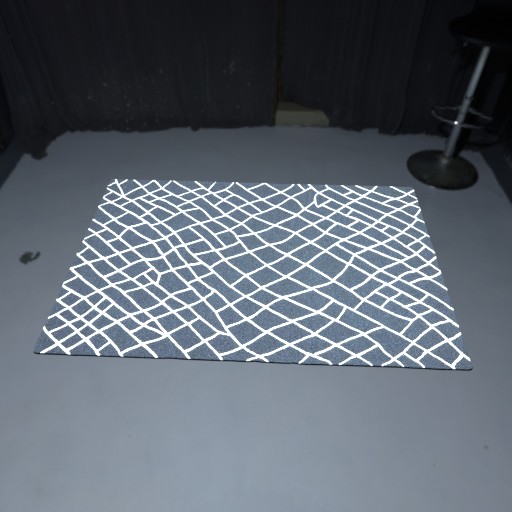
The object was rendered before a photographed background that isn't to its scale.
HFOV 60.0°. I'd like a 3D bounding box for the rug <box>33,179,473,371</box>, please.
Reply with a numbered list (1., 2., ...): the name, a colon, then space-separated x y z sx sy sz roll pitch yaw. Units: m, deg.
1. rug: 0.000 0.000 2.255 1.830 0.013 1.223 2 46 2
